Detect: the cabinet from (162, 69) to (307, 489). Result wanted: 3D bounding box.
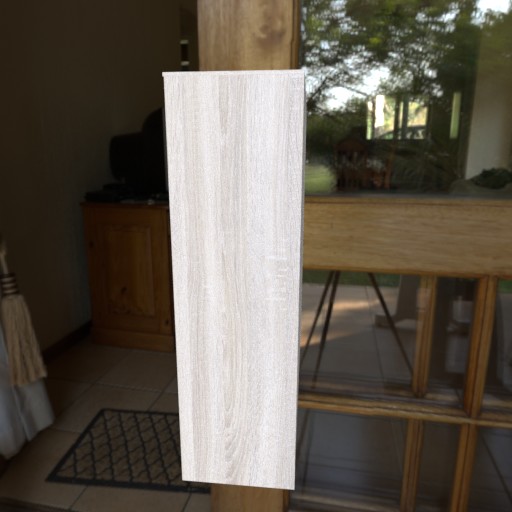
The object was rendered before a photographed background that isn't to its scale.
[{"bbox_3d":[0.000,0.000,3.016,0.620,2.060,1.870,2,14,6],"label":"cabinet"}]
